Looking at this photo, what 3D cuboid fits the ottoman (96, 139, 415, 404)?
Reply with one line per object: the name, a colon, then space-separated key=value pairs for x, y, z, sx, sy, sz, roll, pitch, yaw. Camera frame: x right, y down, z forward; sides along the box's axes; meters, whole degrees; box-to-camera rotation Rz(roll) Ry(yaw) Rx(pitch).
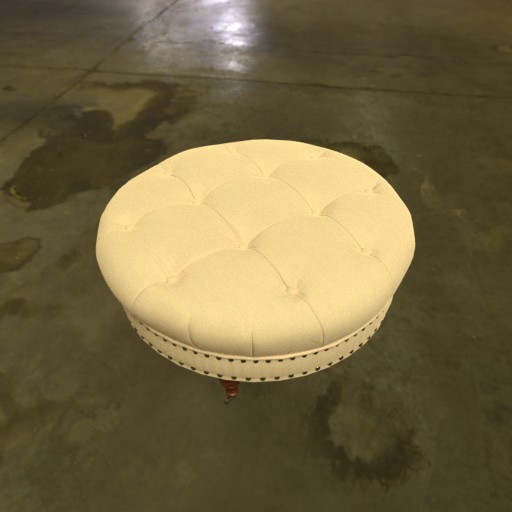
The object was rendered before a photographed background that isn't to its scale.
ottoman: x=0.000 y=0.000 z=1.387 sx=0.901 sy=0.439 sz=0.901 roll=0 pitch=42 yaw=0
